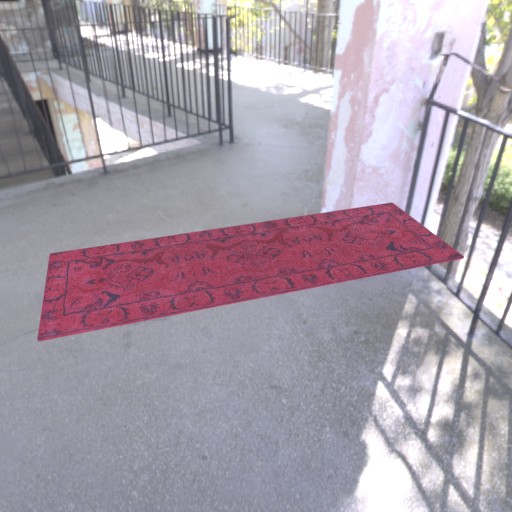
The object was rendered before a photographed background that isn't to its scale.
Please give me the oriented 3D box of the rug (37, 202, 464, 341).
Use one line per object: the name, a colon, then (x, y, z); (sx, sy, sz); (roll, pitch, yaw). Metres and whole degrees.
rug: (0.000, 0.000, 2.744); (2.439, 0.018, 0.813); (-10, 34, -15)
